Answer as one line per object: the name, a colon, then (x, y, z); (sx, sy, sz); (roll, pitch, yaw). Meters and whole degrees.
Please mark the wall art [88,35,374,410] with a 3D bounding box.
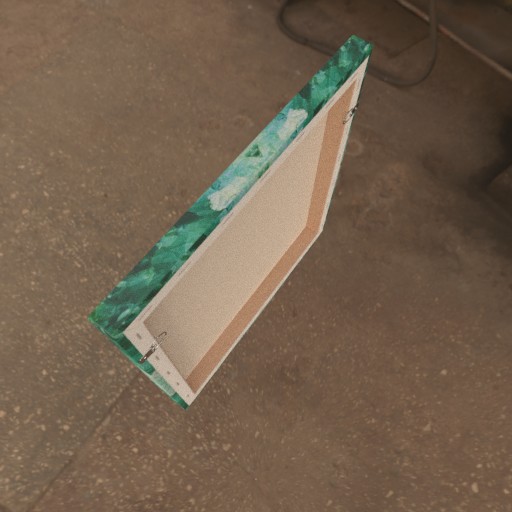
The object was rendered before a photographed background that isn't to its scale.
wall art: (0.000, 0.000, 0.740); (0.038, 0.508, 0.507); (33, 68, 15)
